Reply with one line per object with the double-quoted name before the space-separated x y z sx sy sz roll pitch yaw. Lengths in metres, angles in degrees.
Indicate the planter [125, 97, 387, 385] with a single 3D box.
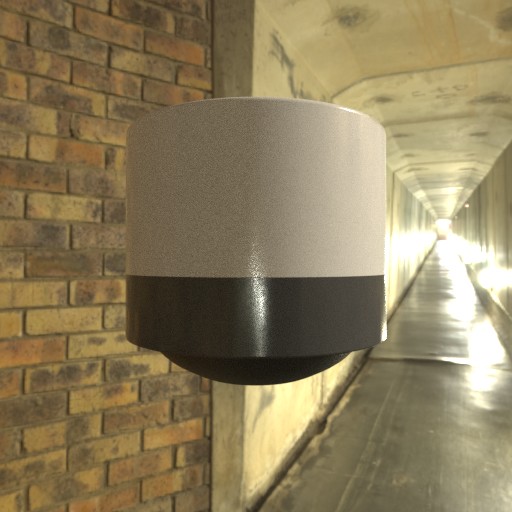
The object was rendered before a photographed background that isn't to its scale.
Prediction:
"planter" 0.000 0.000 0.342 0.193 0.177 0.193 0 -1 0
